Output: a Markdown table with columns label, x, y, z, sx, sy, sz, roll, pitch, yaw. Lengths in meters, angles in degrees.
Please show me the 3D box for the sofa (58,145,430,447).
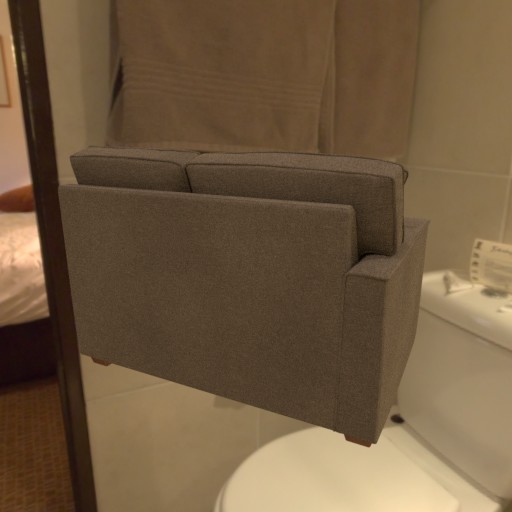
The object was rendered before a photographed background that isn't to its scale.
| label | x | y | z | sx | sy | sz | roll | pitch | yaw |
| --- | --- | --- | --- | --- | --- | --- | --- | --- | --- |
| sofa | 0.000 | 0.000 | 2.041 | 1.388 | 0.989 | 0.991 | 8 | 18 | 26 |
